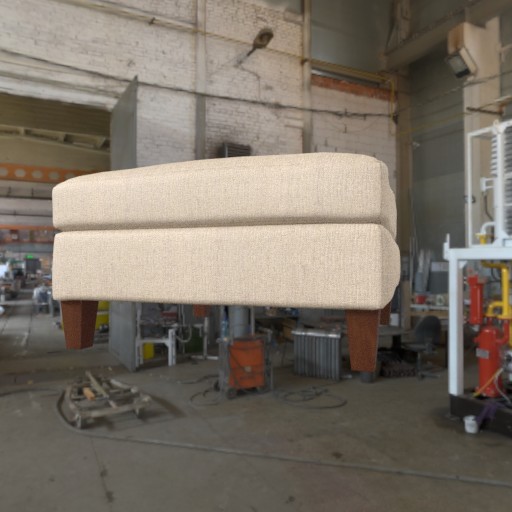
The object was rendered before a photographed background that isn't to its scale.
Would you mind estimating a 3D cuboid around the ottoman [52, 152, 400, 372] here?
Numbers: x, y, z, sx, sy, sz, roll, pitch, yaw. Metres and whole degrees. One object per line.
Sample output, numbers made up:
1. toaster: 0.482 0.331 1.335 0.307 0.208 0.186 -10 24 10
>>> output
1. ottoman: 0.000 0.000 1.372 0.838 0.481 0.838 0 -1 19
